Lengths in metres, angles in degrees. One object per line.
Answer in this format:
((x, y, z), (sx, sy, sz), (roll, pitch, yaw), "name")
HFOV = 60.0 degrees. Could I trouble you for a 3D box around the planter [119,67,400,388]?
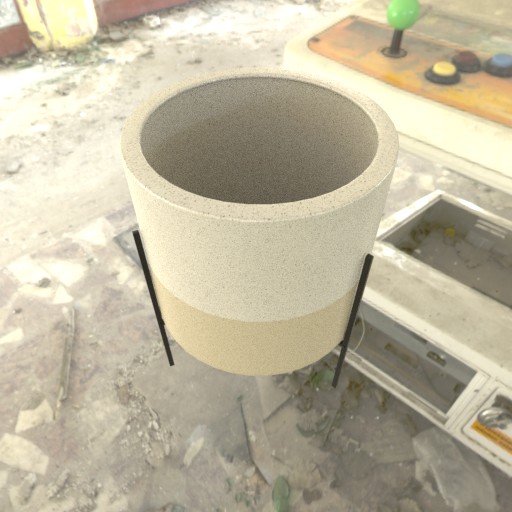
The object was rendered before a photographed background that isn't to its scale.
((0.000, 0.000, 0.747), (0.368, 0.484, 0.359), (-16, 49, -15), "planter")
